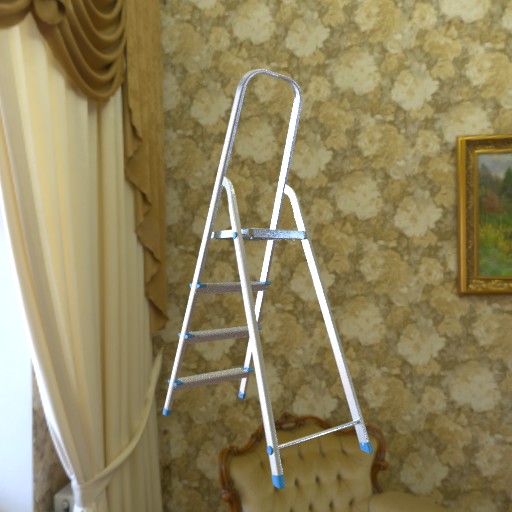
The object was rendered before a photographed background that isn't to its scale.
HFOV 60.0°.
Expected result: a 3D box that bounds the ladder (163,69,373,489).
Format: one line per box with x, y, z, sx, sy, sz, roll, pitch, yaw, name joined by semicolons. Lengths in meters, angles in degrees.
0.000;0.000;1.829;0.445;1.434;0.842;1;-1;-37;ladder
